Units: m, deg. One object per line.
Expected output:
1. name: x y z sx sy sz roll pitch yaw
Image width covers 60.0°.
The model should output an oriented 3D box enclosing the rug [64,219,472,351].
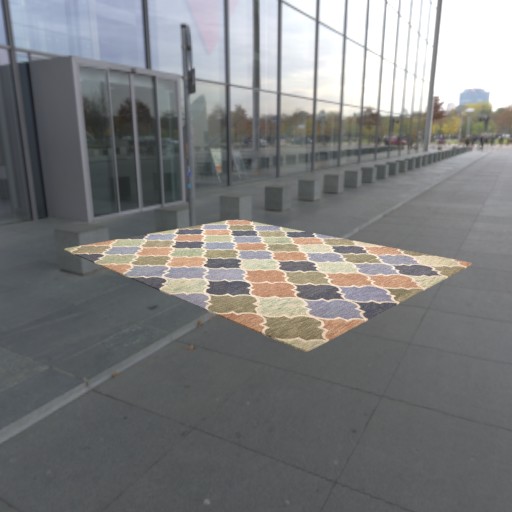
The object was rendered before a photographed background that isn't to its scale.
1. rug: 0.000 0.000 4.323 3.200 0.013 2.439 15 21 43
